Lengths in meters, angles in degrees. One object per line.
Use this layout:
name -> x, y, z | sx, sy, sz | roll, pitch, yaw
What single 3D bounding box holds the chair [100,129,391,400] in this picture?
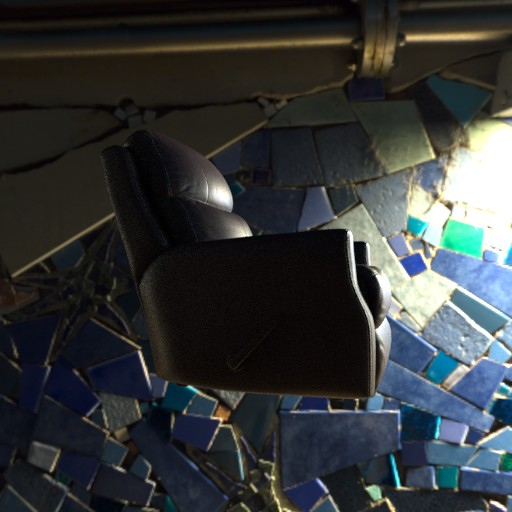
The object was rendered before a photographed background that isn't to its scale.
chair -> 0.000, 0.000, 1.864 | 1.080, 1.030, 0.829 | -1, -2, 19
